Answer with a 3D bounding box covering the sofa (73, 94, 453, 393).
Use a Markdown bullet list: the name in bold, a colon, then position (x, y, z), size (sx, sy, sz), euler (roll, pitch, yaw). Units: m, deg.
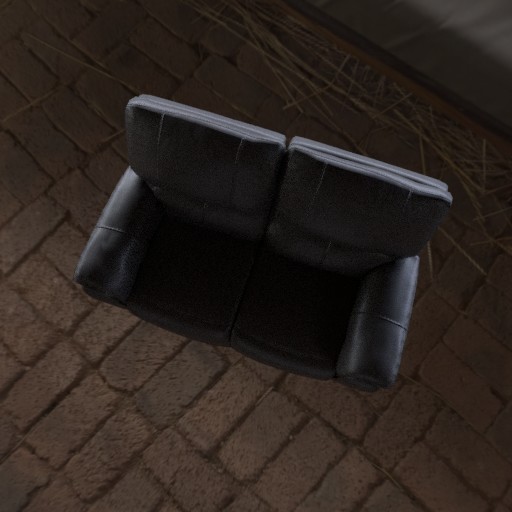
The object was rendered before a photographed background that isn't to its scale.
- **sofa**: position (0.000, 0.000, 2.505), size (1.765, 1.111, 1.104), euler (18, 78, 4)
